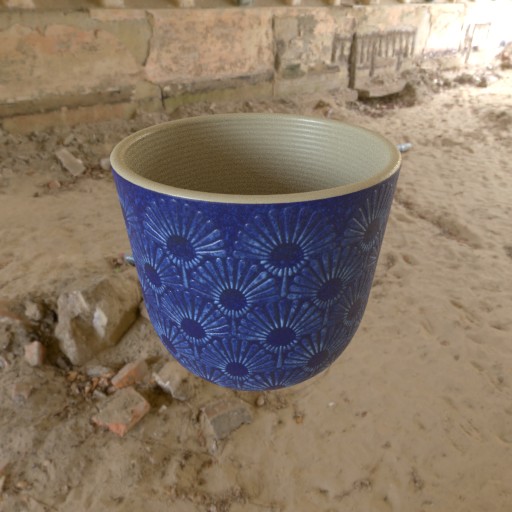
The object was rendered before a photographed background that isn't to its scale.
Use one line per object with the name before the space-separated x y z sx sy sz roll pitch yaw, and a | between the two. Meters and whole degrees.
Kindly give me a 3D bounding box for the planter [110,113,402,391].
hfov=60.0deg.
planter | 0.000 0.000 0.372 0.206 0.190 0.206 0 30 0
